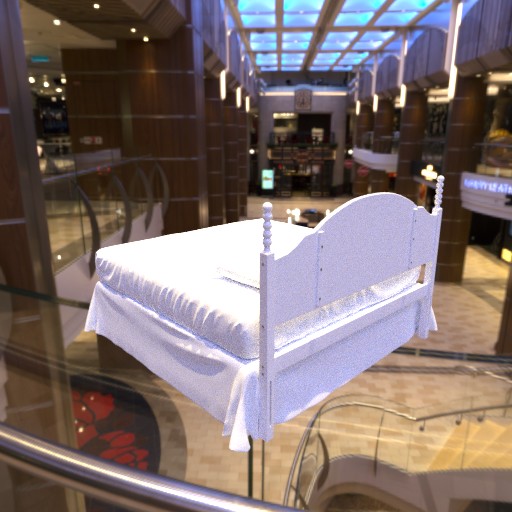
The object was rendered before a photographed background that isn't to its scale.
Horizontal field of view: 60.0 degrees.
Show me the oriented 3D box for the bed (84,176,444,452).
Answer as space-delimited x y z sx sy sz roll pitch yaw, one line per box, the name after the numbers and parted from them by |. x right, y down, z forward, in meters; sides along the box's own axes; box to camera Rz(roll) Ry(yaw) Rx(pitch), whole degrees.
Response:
0.000 0.000 3.705 2.322 1.355 2.219 -15 21 -41 | bed
